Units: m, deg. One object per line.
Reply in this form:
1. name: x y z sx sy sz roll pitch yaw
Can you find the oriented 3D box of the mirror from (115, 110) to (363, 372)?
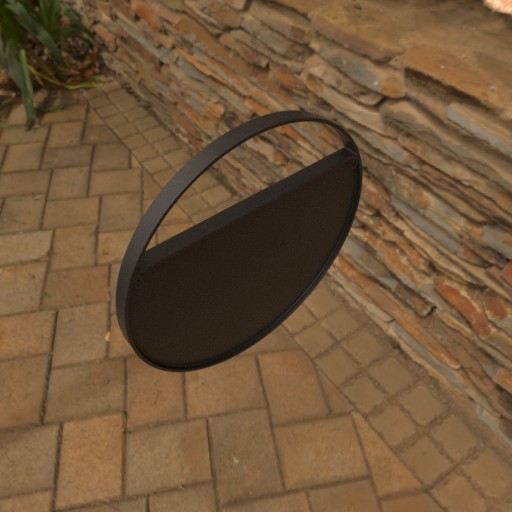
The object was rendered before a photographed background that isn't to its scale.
1. mirror: 0.000 0.000 0.858 0.565 0.565 0.032 -31 54 -26
